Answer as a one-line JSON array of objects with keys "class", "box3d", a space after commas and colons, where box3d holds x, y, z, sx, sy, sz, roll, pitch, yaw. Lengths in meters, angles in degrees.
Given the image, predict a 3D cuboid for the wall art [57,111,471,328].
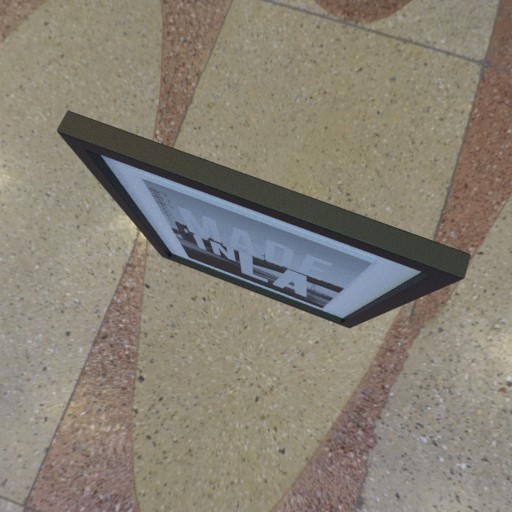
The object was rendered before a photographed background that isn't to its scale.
[{"class": "wall art", "box3d": [0.000, 0.000, 0.736, 0.457, 0.559, 0.028, 21, 77, 5]}]
